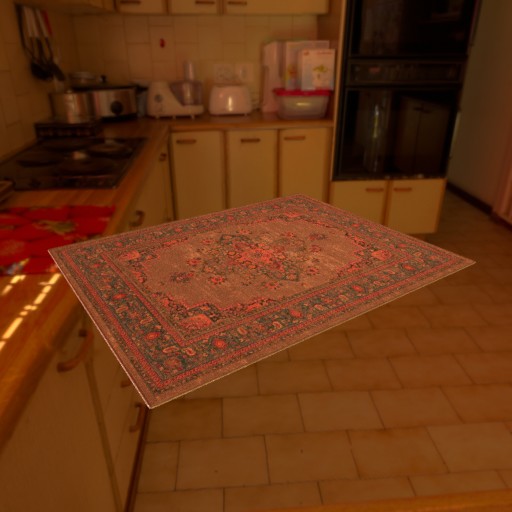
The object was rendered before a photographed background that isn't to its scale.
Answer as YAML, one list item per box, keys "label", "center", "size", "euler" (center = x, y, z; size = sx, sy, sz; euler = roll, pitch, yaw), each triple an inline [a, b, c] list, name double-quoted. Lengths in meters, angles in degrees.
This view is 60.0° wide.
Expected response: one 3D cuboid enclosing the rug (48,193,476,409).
- label: "rug"
  center: [0.000, 0.000, 4.030]
  size: [3.057, 0.013, 2.434]
  euler: [-17, 30, -31]
